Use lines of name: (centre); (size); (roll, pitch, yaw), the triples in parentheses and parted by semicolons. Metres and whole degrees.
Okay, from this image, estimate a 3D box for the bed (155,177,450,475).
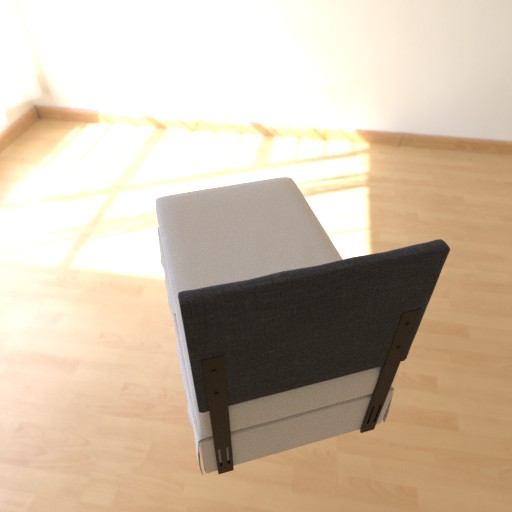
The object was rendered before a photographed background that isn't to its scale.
bed: (0.000, 0.000, 2.940); (1.261, 1.571, 1.997); (-11, 44, -11)
